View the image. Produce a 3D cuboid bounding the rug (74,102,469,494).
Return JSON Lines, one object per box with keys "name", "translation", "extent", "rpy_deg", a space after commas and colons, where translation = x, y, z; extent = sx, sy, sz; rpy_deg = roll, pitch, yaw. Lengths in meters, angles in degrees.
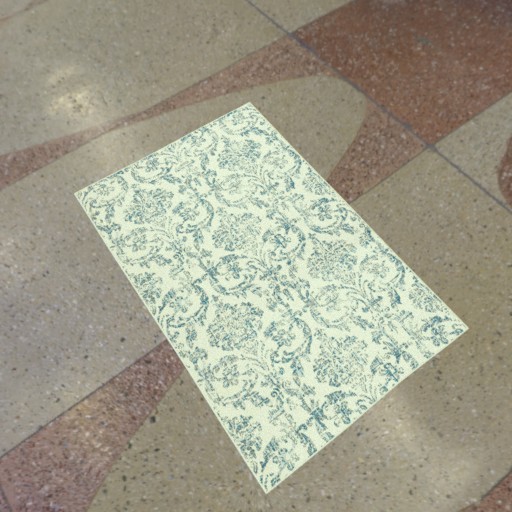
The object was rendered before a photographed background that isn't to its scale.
{"name": "rug", "translation": [0.000, 0.000, 3.466], "extent": [1.819, 0.018, 2.746], "rpy_deg": [-33, 67, -15]}
